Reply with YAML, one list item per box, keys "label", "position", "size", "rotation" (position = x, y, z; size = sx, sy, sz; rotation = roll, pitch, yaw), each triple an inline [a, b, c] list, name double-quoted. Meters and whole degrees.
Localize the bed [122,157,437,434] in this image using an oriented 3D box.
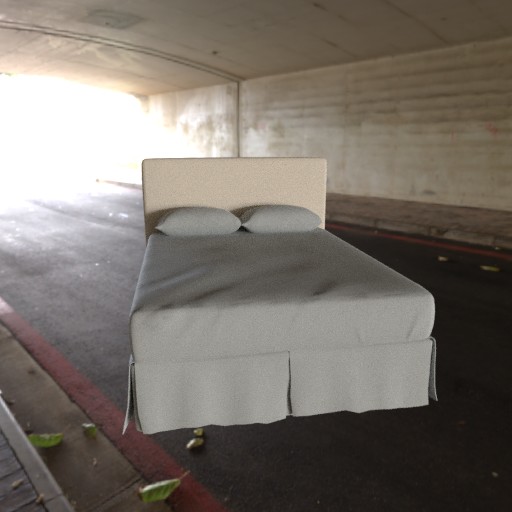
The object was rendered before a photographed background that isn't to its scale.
- label: "bed"
  position: [0.000, 0.000, 3.211]
  size: [1.748, 1.330, 2.142]
  rotation: [-3, 15, -10]
